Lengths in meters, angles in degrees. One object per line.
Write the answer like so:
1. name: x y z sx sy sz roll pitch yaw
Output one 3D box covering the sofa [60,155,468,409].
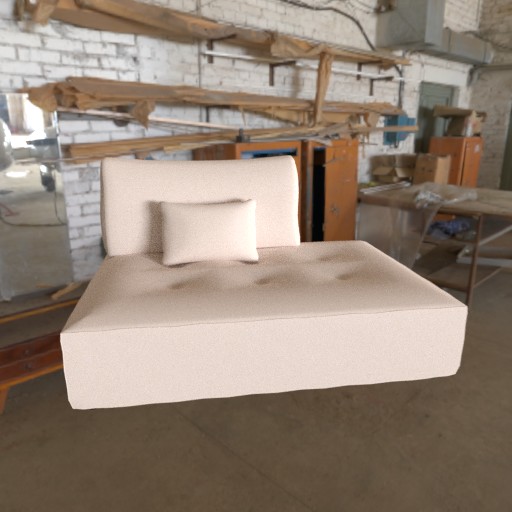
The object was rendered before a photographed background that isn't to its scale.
1. sofa: 0.000 0.000 1.988 1.450 0.820 1.000 -3 17 -9
